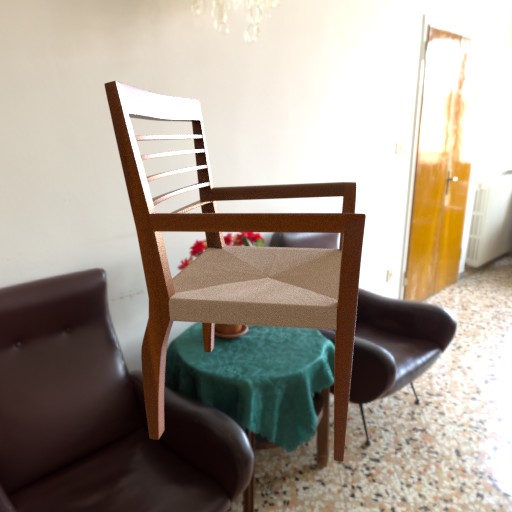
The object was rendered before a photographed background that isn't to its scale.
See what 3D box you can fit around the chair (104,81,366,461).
[{"bbox_3d":[0.000,0.000,1.222,0.540,0.855,0.587,3,16,10],"label":"chair"}]
